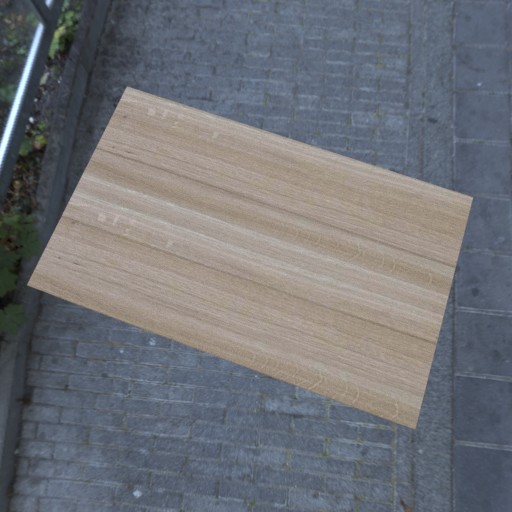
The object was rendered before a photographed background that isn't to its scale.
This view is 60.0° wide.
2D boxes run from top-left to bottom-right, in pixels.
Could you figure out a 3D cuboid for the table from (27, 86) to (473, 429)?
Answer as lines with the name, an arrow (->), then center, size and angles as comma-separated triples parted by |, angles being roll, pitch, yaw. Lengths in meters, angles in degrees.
table -> 0.000, 0.000, 1.433 | 1.110, 0.353, 0.678 | 19, 76, 5
